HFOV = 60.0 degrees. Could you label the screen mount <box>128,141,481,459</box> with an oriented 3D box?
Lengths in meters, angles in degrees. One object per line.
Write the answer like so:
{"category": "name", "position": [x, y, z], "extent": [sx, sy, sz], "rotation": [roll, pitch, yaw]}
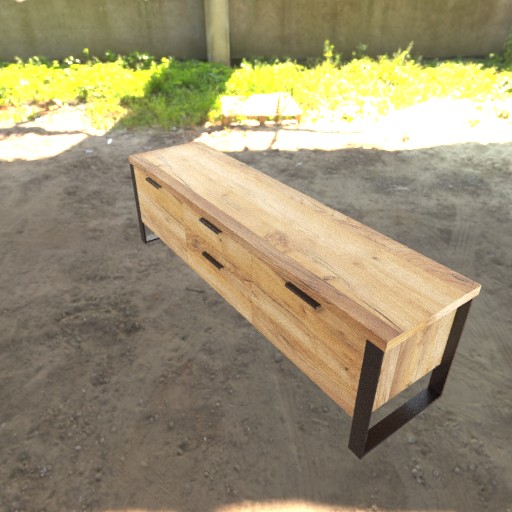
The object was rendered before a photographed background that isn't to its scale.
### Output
{"category": "screen mount", "position": [0.000, 0.000, 1.733], "extent": [0.395, 0.450, 1.524], "rotation": [-21, 38, -30]}
